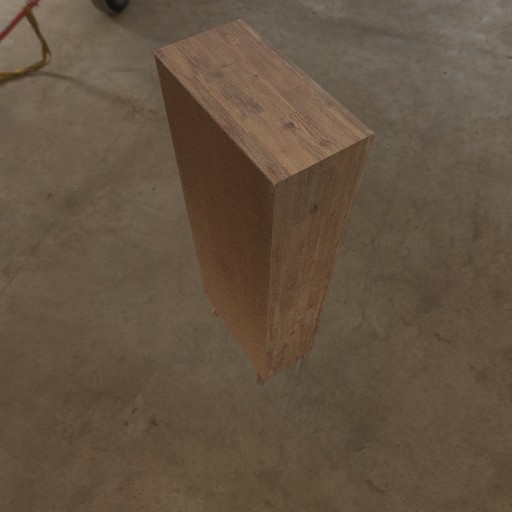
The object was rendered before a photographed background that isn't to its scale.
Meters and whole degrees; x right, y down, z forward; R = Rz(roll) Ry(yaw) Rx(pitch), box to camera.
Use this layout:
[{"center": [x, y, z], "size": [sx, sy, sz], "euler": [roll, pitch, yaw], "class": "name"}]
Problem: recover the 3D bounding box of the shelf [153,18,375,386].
[{"center": [0.000, 0.000, 1.517], "size": [0.267, 1.342, 0.491], "euler": [-29, 62, -17], "class": "shelf"}]
